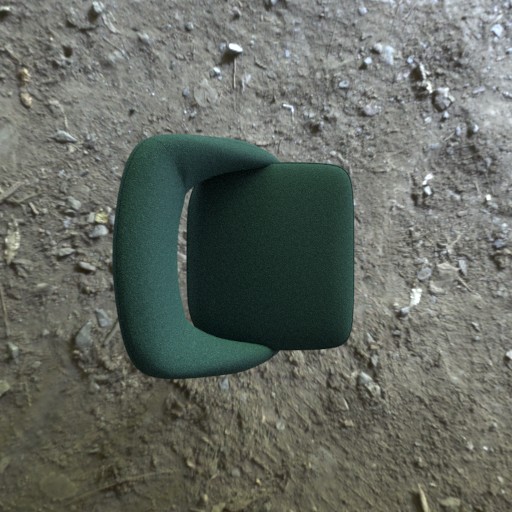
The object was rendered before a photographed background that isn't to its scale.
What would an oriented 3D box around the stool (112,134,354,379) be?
[{"bbox_3d":[0.000,0.000,1.244,0.522,0.939,0.536,0,90,0],"label":"stool"}]
